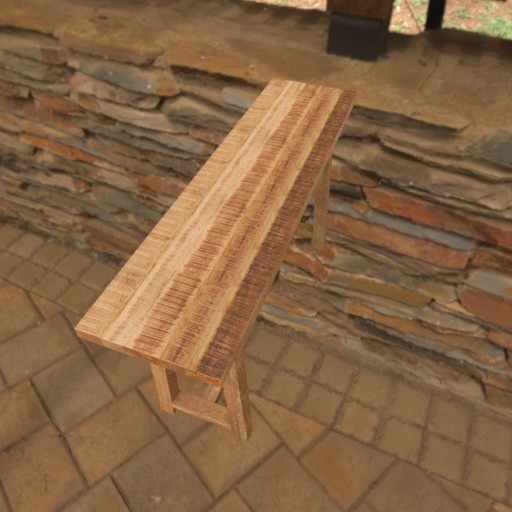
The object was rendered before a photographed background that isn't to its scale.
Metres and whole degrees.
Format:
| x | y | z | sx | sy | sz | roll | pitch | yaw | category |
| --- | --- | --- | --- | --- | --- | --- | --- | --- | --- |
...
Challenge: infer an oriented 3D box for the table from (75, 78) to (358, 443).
| x | y | z | sx | sy | sz | roll | pitch | yaw | category |
| --- | --- | --- | --- | --- | --- | --- | --- | --- | --- |
| 0.000 | 0.000 | 1.857 | 0.405 | 0.810 | 1.524 | 15 | 48 | 14 | table |
